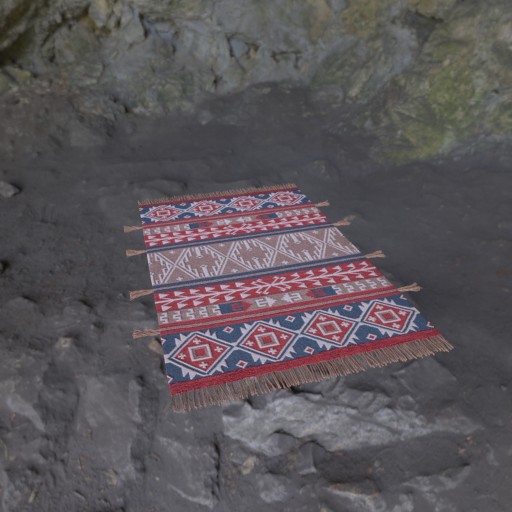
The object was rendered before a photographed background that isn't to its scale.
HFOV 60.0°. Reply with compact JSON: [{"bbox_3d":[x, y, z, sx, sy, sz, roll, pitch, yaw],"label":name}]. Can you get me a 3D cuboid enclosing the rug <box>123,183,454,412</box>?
[{"bbox_3d":[0.000,0.000,2.607,1.469,0.040,2.025,-9,32,-14],"label":"rug"}]
